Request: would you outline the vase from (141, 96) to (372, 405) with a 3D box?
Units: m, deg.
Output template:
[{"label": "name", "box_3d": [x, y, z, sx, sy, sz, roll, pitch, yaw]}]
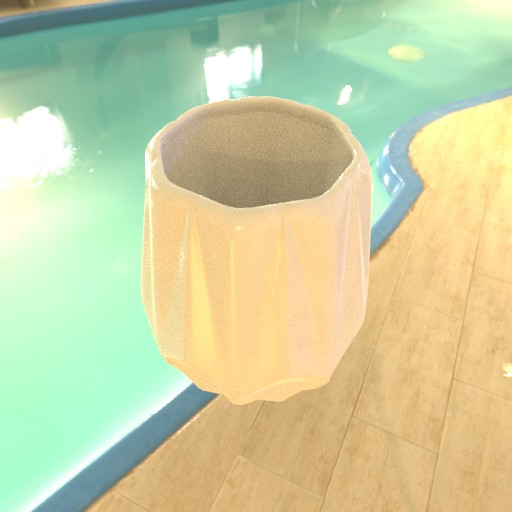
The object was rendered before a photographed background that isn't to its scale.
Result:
[{"label": "vase", "box_3d": [0.000, 0.000, 0.263, 0.141, 0.152, 0.141, 0, 46, 0]}]
